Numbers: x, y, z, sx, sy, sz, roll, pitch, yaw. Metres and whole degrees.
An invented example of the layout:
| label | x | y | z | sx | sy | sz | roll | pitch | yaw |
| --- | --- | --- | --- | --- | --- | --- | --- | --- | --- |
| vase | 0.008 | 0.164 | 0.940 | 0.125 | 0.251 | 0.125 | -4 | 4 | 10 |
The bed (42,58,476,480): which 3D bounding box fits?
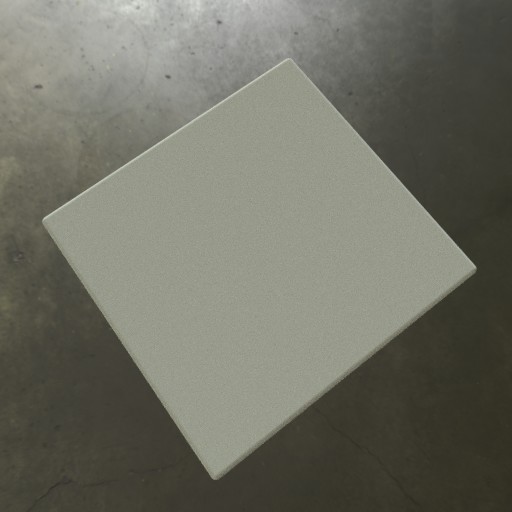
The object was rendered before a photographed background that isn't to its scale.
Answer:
| label | x | y | z | sx | sy | sz | roll | pitch | yaw |
| --- | --- | --- | --- | --- | --- | --- | --- | --- | --- |
| bed | 0.000 | 0.000 | 3.091 | 2.049 | 0.616 | 1.930 | -36 | 79 | -8 |
